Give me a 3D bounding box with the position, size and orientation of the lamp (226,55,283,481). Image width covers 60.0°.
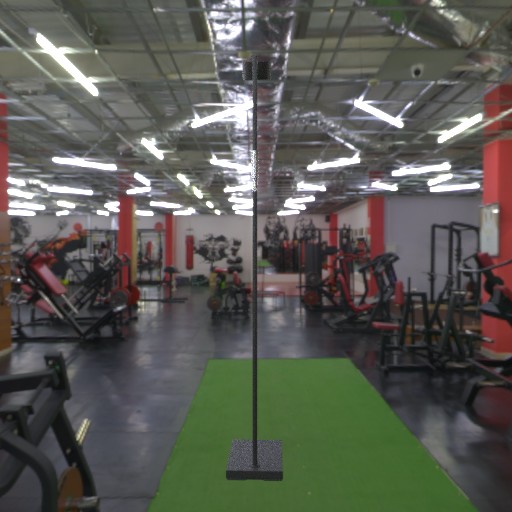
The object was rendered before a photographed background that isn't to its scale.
[{"bbox_3d":[0.000,0.000,1.718,0.203,1.600,0.304,0,1,2],"label":"lamp"}]
